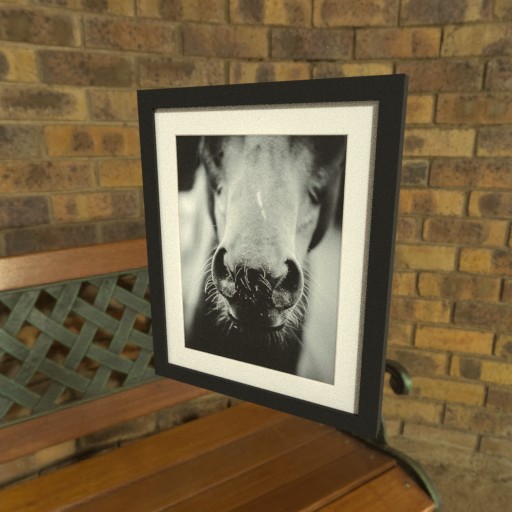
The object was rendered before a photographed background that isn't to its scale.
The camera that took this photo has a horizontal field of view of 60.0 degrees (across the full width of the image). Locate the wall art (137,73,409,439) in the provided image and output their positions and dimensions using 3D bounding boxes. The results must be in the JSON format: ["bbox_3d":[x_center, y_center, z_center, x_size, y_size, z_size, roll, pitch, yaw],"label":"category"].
[{"bbox_3d":[0.000,0.000,0.768,0.457,0.559,0.033,7,17,26],"label":"wall art"}]
